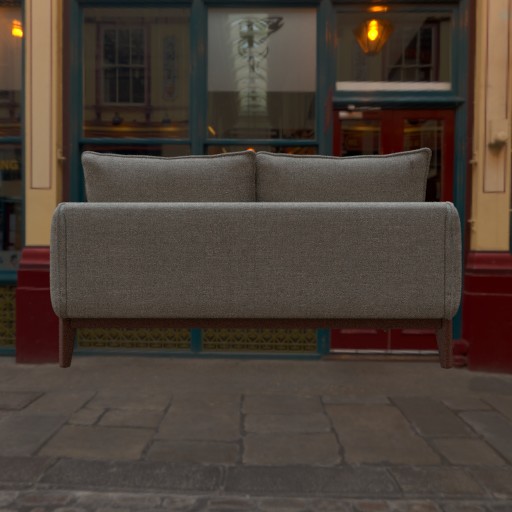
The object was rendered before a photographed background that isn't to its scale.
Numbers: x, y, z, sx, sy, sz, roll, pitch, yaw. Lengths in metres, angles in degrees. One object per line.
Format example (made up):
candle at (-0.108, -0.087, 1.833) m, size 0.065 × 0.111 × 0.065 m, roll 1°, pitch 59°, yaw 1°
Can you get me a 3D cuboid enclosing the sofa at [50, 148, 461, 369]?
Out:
sofa at (0.000, 0.000, 2.114) m, size 1.580 × 0.851 × 0.972 m, roll 0°, pitch 0°, yaw 1°
